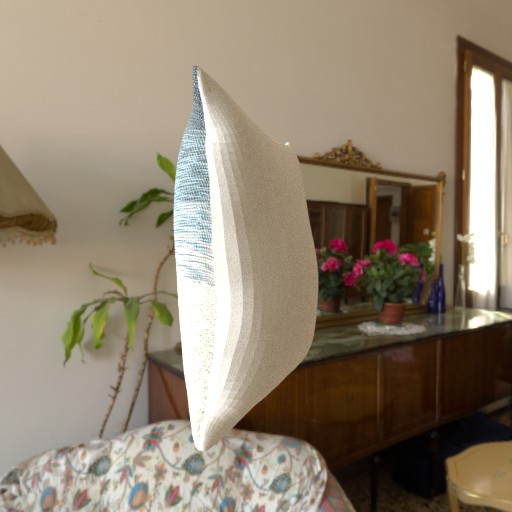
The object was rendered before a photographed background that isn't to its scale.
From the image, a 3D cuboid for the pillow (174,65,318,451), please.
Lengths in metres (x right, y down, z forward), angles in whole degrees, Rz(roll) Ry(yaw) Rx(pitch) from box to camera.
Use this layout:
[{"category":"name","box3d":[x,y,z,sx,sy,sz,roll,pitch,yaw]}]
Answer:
[{"category":"pillow","box3d":[0.000,0.000,0.693,0.182,0.441,0.440,0,1,18]}]
